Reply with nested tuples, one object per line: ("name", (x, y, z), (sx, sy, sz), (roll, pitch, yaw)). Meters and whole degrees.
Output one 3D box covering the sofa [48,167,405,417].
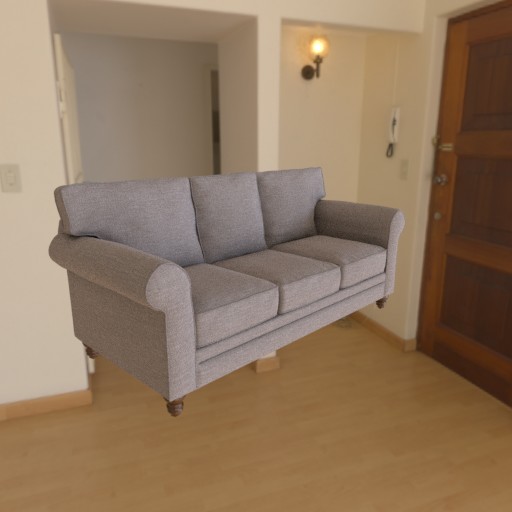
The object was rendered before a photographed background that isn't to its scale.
("sofa", (0.000, 0.000, 2.662), (0.916, 0.961, 2.084), (14, 20, 42))
